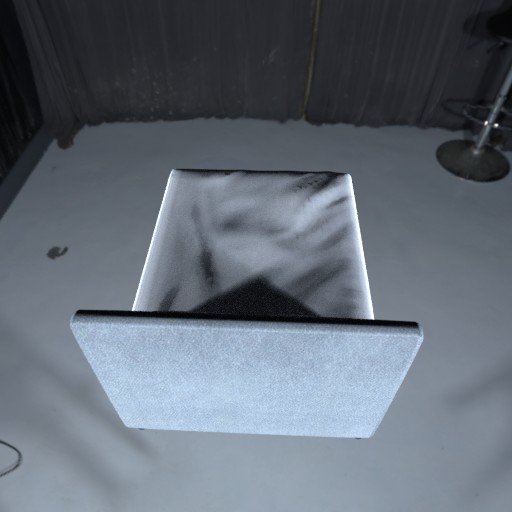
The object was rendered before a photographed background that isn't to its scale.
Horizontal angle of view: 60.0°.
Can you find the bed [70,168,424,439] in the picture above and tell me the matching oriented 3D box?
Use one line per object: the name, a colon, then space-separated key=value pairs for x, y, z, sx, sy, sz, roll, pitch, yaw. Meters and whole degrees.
bed: x=0.000 y=0.000 z=3.206 sx=1.713 sy=1.330 sz=2.142 roll=2 pitch=48 yaw=2
